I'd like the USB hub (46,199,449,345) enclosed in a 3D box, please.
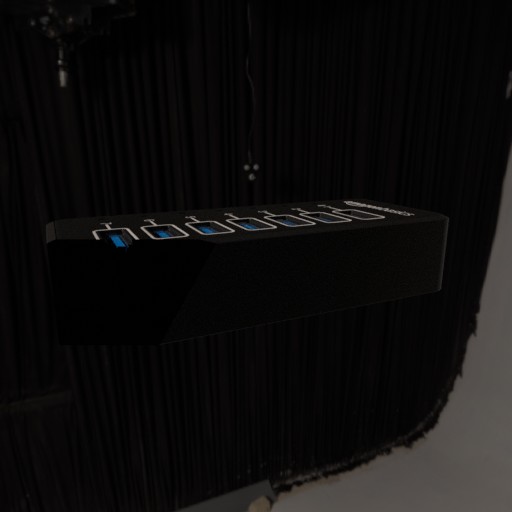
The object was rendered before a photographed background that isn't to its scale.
[{"bbox_3d":[0.000,0.000,0.130,0.110,0.023,0.044,-7,17,-24],"label":"USB hub"}]
